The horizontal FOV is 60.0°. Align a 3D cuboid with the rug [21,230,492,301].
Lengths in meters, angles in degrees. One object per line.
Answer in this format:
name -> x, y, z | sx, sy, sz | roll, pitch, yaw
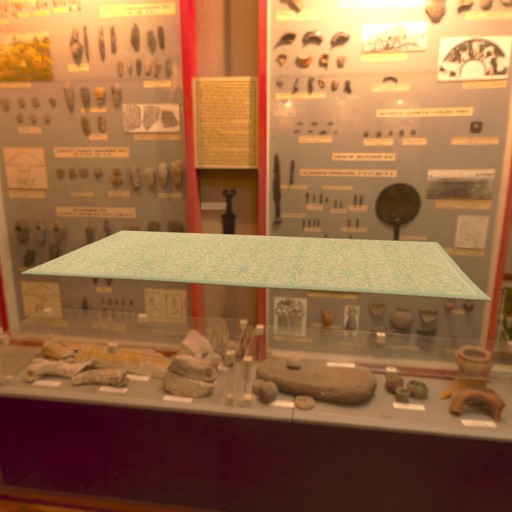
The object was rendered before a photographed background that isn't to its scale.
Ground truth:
rug -> 0.000, 0.000, 1.412 | 1.219, 0.007, 0.604 | 3, 15, 10
